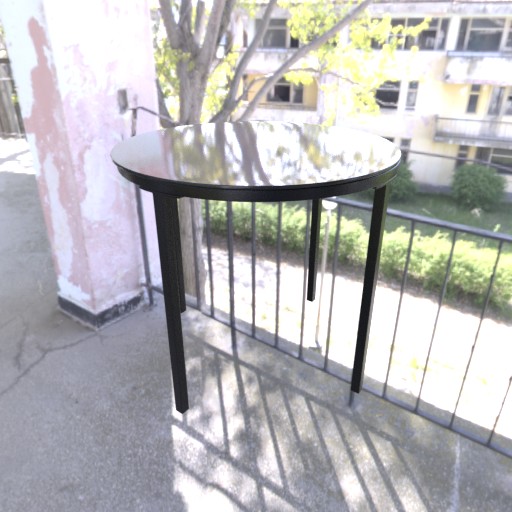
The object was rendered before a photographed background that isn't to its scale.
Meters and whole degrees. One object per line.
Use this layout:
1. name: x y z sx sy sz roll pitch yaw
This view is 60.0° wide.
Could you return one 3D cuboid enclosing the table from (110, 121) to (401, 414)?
1. table: 0.000 0.000 0.889 0.499 0.443 0.499 0 26 0
